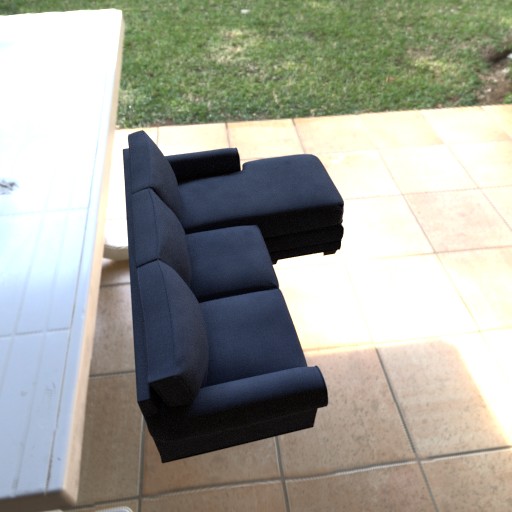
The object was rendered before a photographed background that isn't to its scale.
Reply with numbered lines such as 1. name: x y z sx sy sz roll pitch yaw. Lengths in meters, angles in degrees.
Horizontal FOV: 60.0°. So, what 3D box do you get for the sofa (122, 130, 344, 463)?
1. sofa: 0.000 0.000 3.371 1.780 1.063 2.567 -10 47 -9
